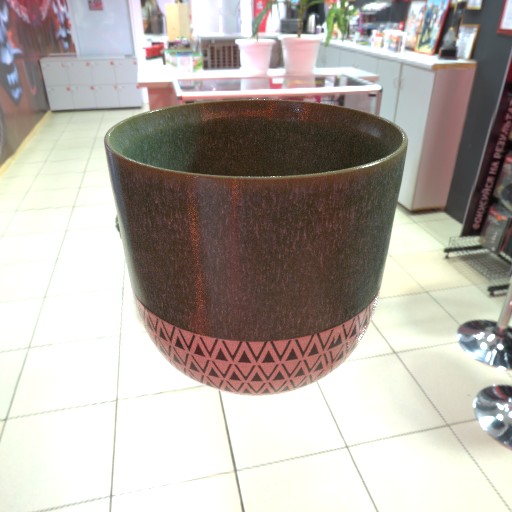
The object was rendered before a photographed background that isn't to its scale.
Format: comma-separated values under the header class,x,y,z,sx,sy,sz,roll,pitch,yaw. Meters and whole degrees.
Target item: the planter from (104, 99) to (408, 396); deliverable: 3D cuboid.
class,x,y,z,sx,sy,sz,roll,pitch,yaw
planter,0.000,0.000,0.470,0.266,0.270,0.266,0,30,0
